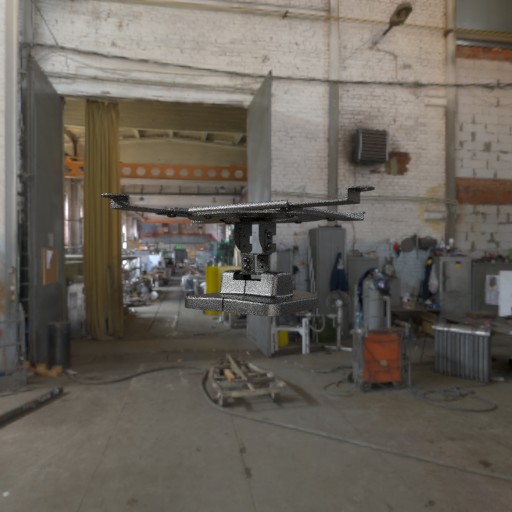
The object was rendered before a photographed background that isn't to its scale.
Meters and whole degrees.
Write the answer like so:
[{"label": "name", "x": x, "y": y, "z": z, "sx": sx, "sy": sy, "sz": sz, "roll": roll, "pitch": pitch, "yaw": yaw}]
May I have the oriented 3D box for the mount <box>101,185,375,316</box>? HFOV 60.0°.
[{"label": "mount", "x": 0.000, "y": 0.000, "z": 0.617, "sx": 0.394, "sy": 0.141, "sz": 0.394, "roll": 0, "pitch": 0, "yaw": 36}]
